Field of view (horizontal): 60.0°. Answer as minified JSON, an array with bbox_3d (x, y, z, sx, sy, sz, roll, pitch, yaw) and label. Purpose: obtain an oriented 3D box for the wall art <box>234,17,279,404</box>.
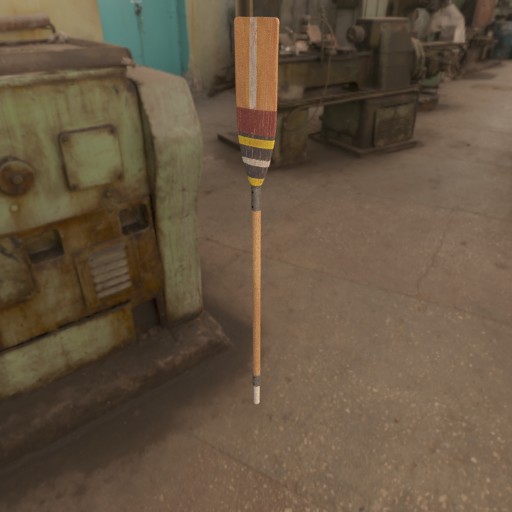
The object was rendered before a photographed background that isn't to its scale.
[{"bbox_3d":[0.000,0.000,1.638,0.146,1.556,0.038,18,35,28],"label":"wall art"}]
